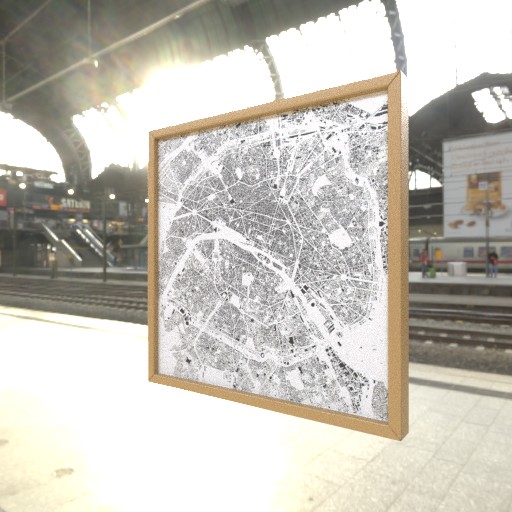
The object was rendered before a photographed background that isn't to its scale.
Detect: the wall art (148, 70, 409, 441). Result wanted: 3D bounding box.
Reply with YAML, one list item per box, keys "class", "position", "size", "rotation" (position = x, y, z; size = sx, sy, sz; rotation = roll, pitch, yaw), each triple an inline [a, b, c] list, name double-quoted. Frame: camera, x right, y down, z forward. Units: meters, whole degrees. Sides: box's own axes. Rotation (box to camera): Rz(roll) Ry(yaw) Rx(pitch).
- class: "wall art"
  position: [0.000, 0.000, 0.767]
  size: [0.509, 0.509, 0.036]
  rotation: [0, 0, 35]
